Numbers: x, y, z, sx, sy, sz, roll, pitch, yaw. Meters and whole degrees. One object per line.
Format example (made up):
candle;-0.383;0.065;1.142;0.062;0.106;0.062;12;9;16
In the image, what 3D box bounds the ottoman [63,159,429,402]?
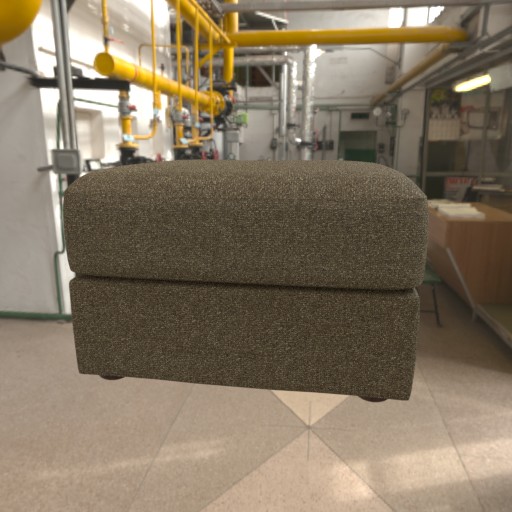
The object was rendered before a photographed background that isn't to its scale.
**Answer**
ottoman;0.000;0.000;1.140;0.742;0.476;0.598;2;14;8
